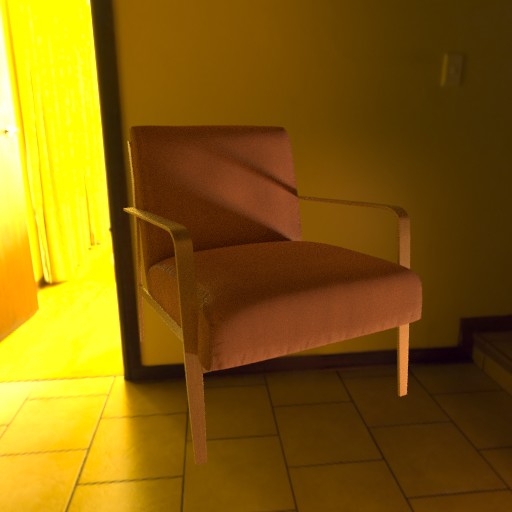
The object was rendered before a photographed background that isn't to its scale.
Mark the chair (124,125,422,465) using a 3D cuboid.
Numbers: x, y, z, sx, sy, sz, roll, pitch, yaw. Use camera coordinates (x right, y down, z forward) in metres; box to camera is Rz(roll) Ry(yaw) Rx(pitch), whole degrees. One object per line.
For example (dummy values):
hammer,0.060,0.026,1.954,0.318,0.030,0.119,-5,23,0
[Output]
chair,0.000,0.000,1.442,0.701,0.823,0.848,-8,18,-25
